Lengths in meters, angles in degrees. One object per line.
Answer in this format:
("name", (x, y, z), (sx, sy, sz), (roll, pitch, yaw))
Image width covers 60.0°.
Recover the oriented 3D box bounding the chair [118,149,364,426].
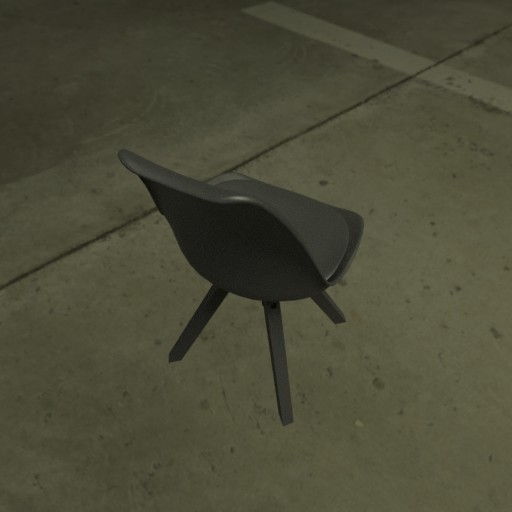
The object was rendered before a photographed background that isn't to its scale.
("chair", (0.000, 0.000, 1.167), (0.485, 0.850, 0.550), (23, 51, 20))
